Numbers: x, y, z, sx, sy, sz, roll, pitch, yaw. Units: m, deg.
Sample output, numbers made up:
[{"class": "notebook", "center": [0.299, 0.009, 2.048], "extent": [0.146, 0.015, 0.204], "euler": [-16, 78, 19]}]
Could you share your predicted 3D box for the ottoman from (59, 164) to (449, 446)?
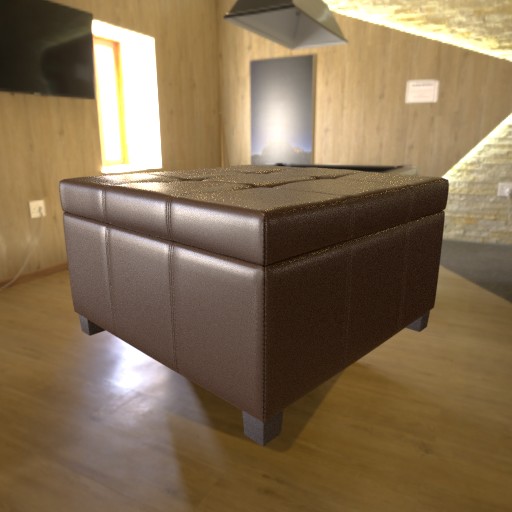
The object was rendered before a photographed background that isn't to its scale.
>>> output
[{"class": "ottoman", "center": [0.000, 0.000, 1.289], "extent": [0.787, 0.460, 0.788], "euler": [14, 21, 42]}]
